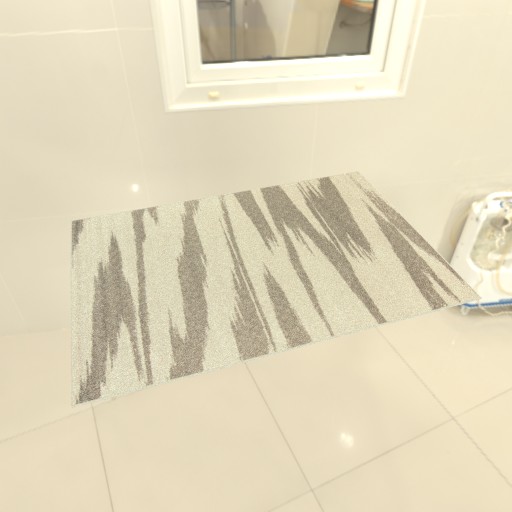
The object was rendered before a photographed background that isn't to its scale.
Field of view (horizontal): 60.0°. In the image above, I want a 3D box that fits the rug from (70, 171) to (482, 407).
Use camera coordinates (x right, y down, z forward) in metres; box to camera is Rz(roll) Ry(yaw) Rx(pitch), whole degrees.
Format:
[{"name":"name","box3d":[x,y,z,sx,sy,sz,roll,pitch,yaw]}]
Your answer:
[{"name":"rug","box3d":[0.000,0.000,2.290,1.827,0.008,1.225,-12,42,-13]}]
